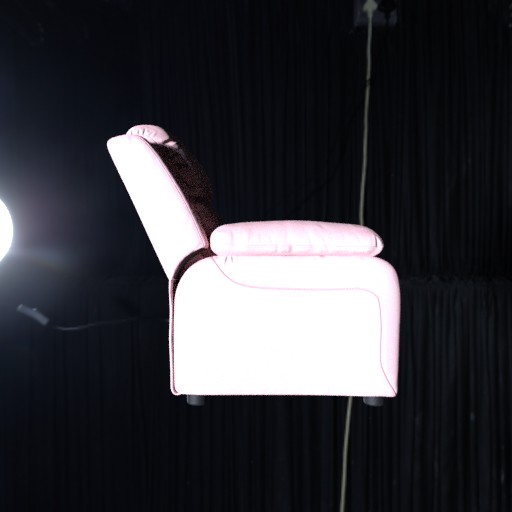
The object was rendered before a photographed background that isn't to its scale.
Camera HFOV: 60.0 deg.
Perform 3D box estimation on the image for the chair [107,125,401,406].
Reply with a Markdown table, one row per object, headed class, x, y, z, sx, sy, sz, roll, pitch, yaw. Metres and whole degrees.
| class | x | y | z | sx | sy | sz | roll | pitch | yaw |
| --- | --- | --- | --- | --- | --- | --- | --- | --- | --- |
| chair | 0.000 | 0.000 | 1.313 | 0.709 | 0.702 | 0.680 | 0 | 0 | -1 |
